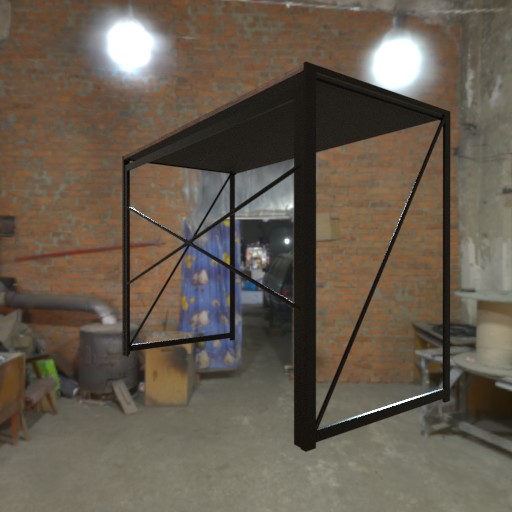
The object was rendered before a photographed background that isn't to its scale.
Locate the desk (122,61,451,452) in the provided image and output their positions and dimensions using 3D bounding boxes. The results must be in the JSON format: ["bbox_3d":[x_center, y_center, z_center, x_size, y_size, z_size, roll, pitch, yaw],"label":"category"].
[{"bbox_3d":[0.000,0.000,1.407,0.505,0.747,1.015,0,0,-36],"label":"desk"}]
